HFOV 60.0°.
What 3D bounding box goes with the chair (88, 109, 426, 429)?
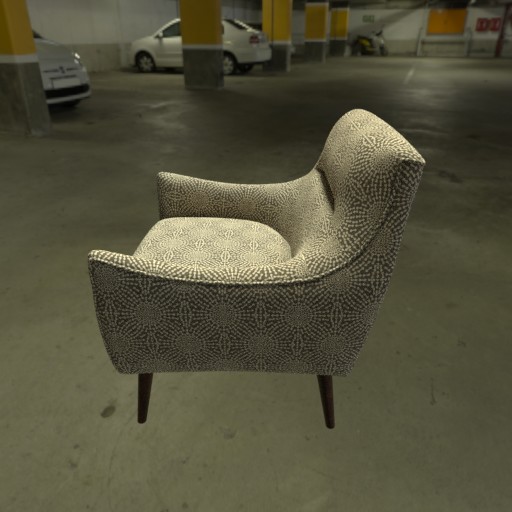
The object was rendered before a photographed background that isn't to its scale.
[{"bbox_3d":[0.000,0.000,1.407,0.787,0.838,0.762,1,27,2],"label":"chair"}]
